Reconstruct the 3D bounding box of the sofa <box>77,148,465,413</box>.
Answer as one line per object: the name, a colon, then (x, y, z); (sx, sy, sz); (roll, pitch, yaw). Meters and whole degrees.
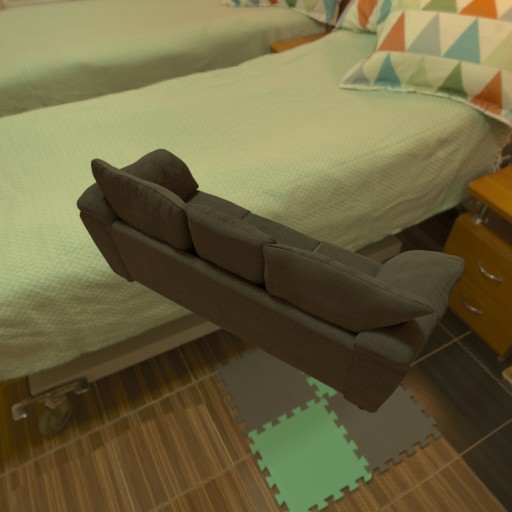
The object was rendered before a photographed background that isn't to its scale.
sofa: (0.000, 0.000, 2.882); (2.336, 1.073, 0.878); (24, 51, 22)
